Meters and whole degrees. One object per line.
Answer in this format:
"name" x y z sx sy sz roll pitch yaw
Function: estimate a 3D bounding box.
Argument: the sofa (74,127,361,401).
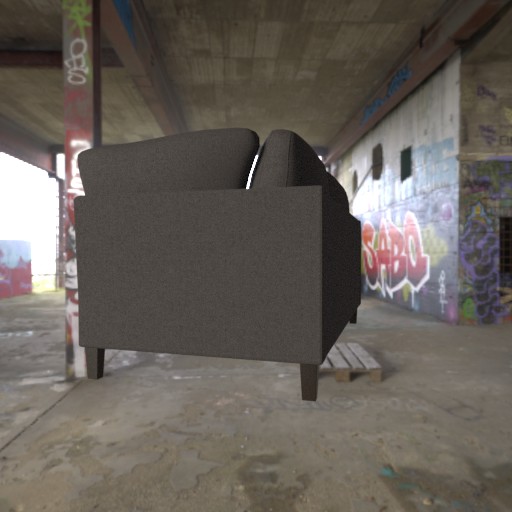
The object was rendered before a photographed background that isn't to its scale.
"sofa" 0.000 0.000 2.347 0.969 0.920 1.751 0 1 17
